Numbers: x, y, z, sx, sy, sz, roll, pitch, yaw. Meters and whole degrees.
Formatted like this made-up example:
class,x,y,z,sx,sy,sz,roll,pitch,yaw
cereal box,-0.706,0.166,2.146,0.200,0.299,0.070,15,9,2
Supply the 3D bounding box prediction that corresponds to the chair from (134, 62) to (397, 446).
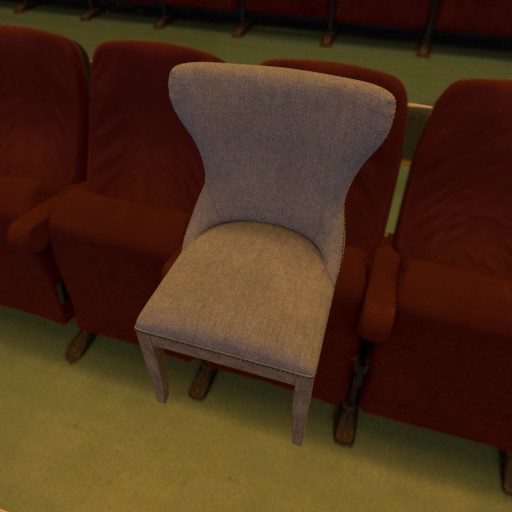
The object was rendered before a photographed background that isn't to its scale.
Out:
class,x,y,z,sx,sy,sz,roll,pitch,yaw
chair,0.000,0.000,1.423,0.654,1.002,0.681,12,45,13
